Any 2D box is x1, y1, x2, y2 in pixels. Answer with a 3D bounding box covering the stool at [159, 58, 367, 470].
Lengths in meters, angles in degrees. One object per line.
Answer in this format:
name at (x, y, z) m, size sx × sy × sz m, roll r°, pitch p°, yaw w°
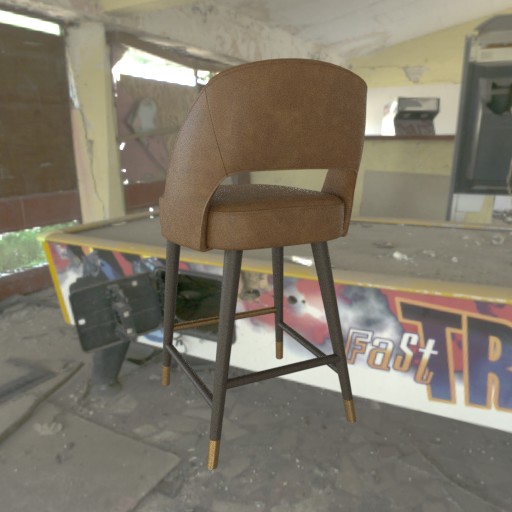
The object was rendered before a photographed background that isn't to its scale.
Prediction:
stool at (0.000, 0.000, 1.232) m, size 0.494 × 0.940 × 0.509 m, roll -7°, pitch 16°, yaw -25°
